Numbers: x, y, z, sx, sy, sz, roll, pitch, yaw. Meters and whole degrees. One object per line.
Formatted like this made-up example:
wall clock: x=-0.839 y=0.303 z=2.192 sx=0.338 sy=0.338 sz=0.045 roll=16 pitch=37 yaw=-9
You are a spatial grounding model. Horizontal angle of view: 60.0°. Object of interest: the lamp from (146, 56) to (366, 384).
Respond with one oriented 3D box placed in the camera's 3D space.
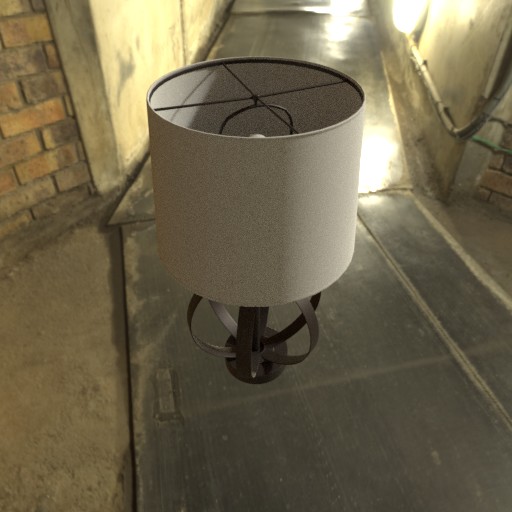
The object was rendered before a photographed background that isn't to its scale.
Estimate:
lamp: x=0.000 y=0.000 z=0.682 sx=0.286 sy=0.510 sz=0.286 roll=0 pitch=41 yaw=0
